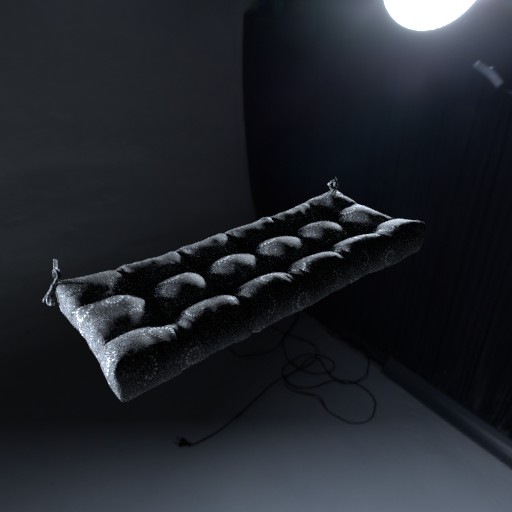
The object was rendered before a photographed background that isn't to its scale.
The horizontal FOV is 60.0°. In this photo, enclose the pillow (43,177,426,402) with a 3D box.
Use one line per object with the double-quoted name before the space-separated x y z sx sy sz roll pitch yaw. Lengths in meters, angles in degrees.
"pillow" 0.000 0.000 1.399 1.194 0.174 0.511 -22 37 -32
